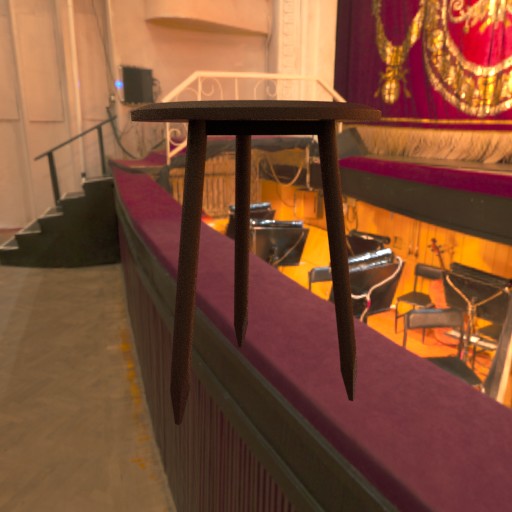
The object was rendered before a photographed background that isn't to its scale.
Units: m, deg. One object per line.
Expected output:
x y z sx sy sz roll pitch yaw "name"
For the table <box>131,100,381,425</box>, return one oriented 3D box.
0.000 0.000 0.915 0.457 0.585 0.457 0 16 0 "table"
